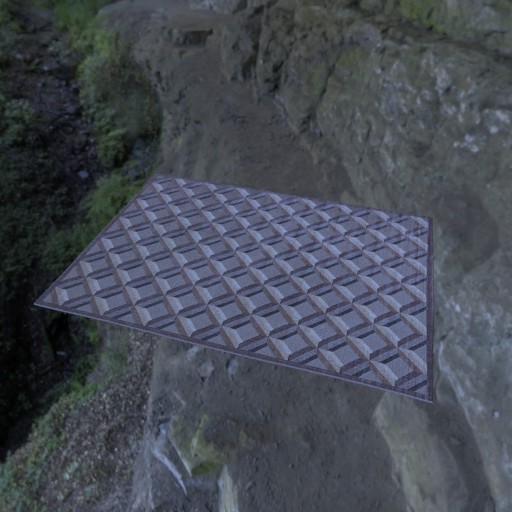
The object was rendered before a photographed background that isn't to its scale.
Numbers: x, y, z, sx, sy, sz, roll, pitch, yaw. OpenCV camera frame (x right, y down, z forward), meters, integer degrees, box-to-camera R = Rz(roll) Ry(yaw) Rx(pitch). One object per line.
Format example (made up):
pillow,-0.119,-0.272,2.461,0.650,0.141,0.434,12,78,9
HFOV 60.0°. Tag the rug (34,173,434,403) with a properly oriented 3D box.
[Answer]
rug,0.000,0.000,2.949,2.260,0.013,1.600,11,41,13
